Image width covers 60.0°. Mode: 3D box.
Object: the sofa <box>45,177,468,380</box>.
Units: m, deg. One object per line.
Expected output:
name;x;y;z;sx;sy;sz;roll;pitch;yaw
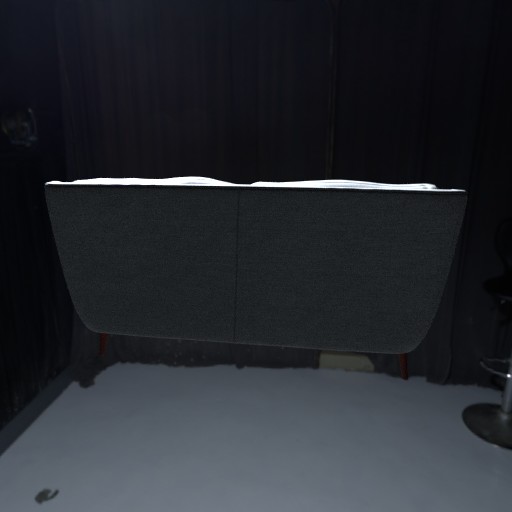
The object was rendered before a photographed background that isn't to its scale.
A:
sofa;0.000;0.000;2.395;1.930;0.897;0.976;2;16;8
